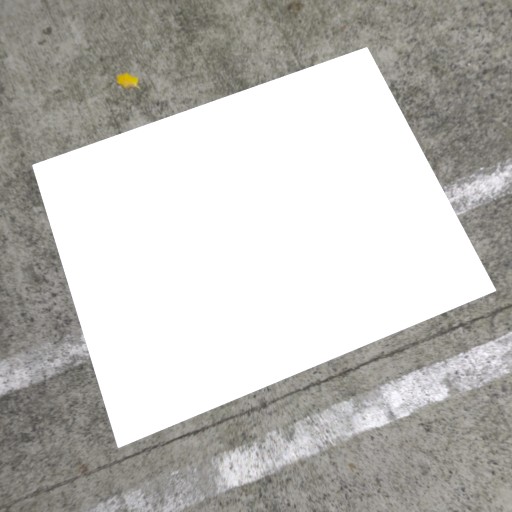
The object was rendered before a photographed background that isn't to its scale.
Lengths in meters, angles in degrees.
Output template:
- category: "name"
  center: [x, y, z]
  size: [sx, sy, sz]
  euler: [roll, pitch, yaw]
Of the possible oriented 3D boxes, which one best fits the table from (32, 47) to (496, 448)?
- category: "table"
  center: [0.000, 0.000, 0.773]
  size: [0.517, 0.357, 0.399]
  euler: [-21, 77, -5]
